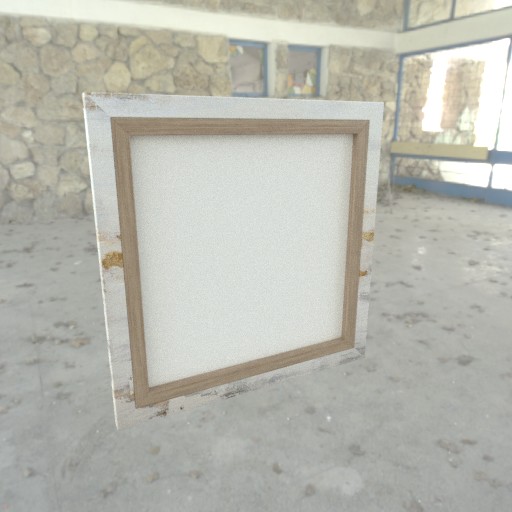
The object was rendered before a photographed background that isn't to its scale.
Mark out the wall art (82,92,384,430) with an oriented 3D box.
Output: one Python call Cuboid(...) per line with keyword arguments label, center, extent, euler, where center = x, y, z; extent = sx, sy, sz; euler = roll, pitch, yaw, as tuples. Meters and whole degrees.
Cuboid(label="wall art", center=(0.000, 0.000, 1.517), extent=(1.015, 1.018, 0.040), euler=(-8, 18, -26))
